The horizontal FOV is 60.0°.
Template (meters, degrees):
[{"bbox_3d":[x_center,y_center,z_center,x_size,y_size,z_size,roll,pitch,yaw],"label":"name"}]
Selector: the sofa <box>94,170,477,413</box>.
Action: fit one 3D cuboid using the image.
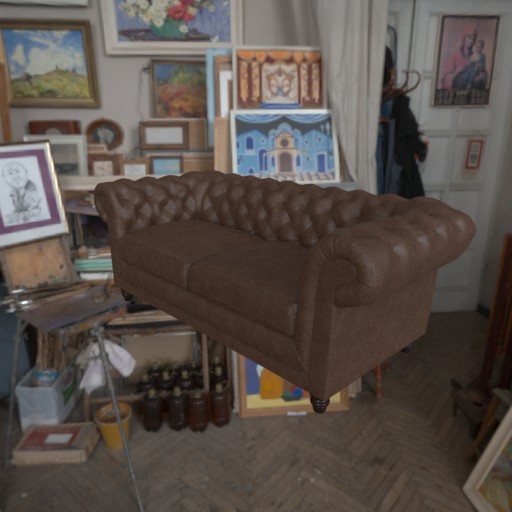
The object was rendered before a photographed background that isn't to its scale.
[{"bbox_3d":[0.000,0.000,2.475,0.955,0.784,2.048,-16,23,-41],"label":"sofa"}]
